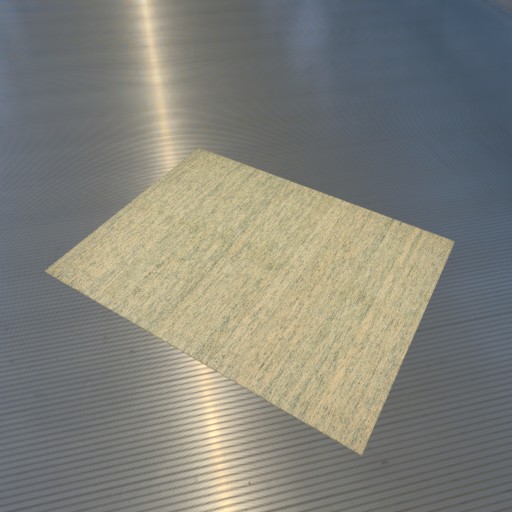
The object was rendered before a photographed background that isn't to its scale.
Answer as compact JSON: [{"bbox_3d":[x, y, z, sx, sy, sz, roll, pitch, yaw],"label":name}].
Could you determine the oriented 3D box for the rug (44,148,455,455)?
[{"bbox_3d":[0.000,0.000,4.323,3.201,0.014,2.437,24,51,21],"label":"rug"}]
